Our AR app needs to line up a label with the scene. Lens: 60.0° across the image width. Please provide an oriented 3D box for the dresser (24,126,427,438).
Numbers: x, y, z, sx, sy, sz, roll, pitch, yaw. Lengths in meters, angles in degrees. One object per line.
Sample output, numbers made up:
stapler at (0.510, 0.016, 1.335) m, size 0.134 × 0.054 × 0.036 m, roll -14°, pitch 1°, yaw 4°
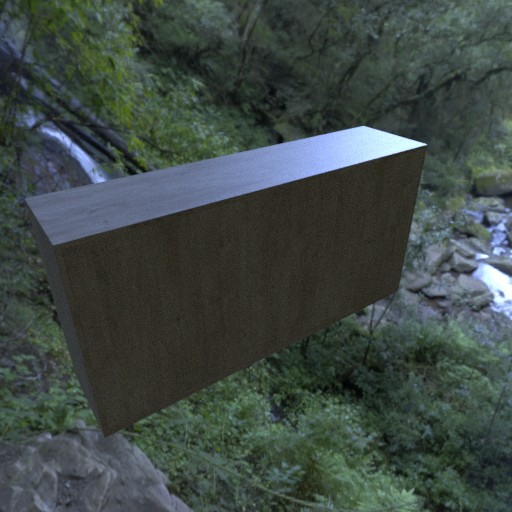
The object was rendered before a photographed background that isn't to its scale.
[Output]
dresser at (0.000, 0.000, 1.911) m, size 1.590 × 0.795 × 0.390 m, roll -20°, pitch 36°, yaw -30°
